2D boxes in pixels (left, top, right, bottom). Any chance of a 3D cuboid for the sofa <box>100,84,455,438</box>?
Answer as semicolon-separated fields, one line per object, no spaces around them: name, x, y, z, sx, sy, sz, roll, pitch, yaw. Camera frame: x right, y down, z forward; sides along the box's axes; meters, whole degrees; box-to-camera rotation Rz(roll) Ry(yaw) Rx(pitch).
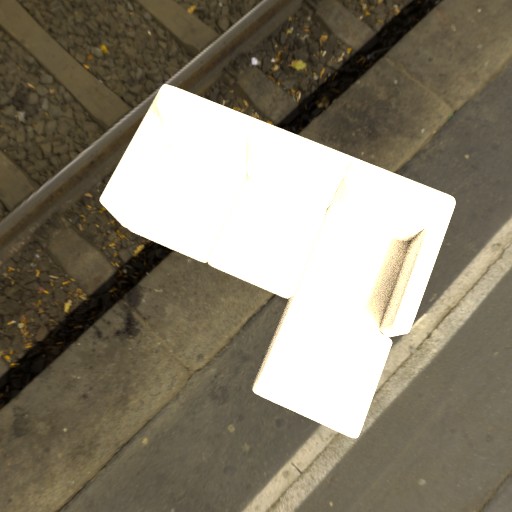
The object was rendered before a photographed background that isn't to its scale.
sofa;0.000;0.000;2.873;2.029;0.899;1.580;23;77;5
